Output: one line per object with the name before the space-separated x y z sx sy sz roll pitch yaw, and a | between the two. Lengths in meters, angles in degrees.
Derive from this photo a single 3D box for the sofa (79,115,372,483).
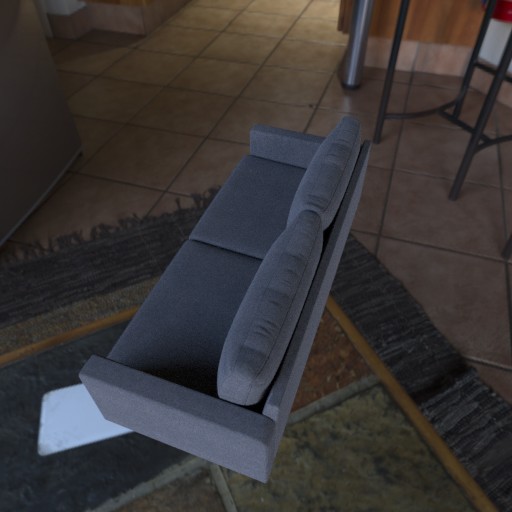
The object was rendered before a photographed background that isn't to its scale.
sofa | 0.000 0.000 2.538 0.880 0.880 2.100 15 49 14
